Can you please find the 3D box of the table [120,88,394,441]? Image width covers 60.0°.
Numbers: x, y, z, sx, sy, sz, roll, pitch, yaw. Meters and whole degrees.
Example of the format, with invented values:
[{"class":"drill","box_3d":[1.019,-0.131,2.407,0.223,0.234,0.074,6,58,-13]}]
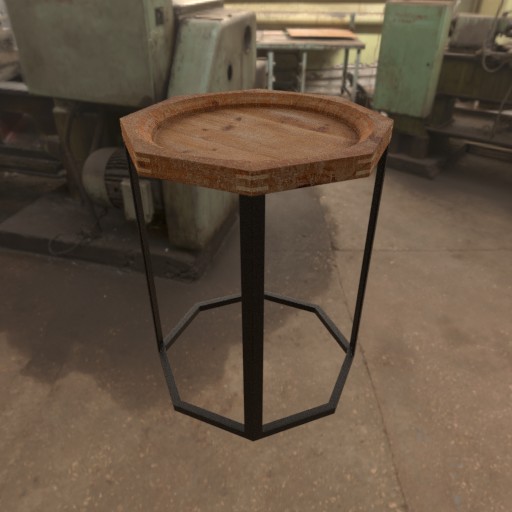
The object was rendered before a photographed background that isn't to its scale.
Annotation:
[{"class":"table","box_3d":[0.000,0.000,0.887,0.458,0.543,0.458,1,33,1]}]
